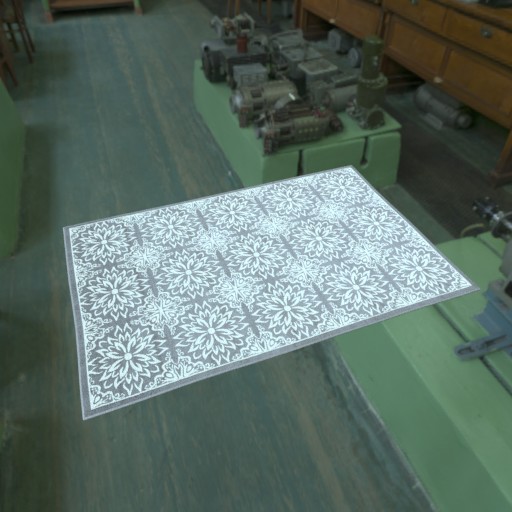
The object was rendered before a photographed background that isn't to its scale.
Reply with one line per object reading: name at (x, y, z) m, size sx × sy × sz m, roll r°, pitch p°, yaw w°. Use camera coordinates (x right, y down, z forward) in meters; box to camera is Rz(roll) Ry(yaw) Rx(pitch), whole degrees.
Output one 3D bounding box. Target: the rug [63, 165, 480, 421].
rug at (0.000, 0.000, 3.432) m, size 2.746 × 0.018 × 1.819 m, roll -15°, pitch 45°, yaw -15°
